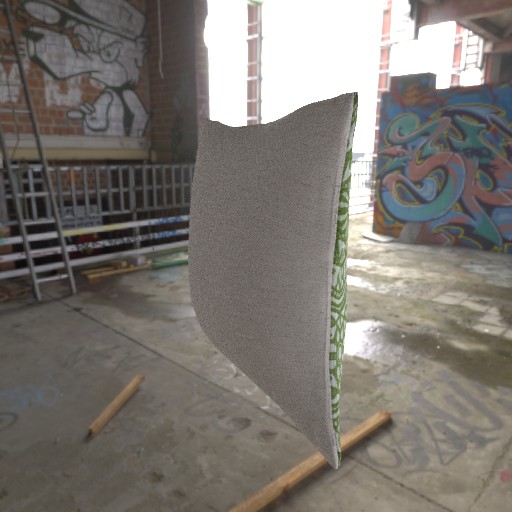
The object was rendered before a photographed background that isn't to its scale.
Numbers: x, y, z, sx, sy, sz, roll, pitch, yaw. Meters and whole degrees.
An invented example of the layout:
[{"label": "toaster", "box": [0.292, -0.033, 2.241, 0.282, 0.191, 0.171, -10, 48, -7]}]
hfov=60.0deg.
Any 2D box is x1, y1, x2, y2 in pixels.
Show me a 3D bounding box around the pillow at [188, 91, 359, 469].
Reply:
[{"label": "pillow", "box": [0.000, 0.000, 0.660, 0.162, 0.419, 0.440, -6, 15, -25]}]
